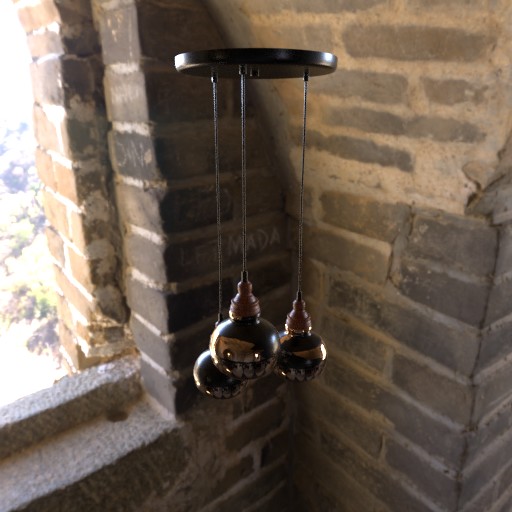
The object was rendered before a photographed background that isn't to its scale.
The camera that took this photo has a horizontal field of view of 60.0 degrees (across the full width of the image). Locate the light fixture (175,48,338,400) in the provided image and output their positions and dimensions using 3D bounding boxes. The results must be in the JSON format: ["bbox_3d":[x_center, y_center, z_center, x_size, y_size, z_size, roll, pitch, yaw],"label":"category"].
[{"bbox_3d":[0.000,0.000,1.725,0.608,1.410,0.605,2,17,6],"label":"light fixture"}]
